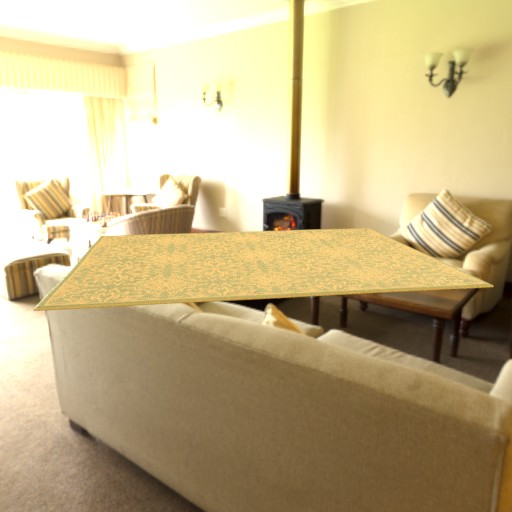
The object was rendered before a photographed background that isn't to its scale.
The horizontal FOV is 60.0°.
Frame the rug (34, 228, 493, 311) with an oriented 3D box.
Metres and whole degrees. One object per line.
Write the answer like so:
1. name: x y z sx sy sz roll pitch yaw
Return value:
1. rug: 0.000 0.000 2.853 2.205 0.014 1.589 -2 14 -8
